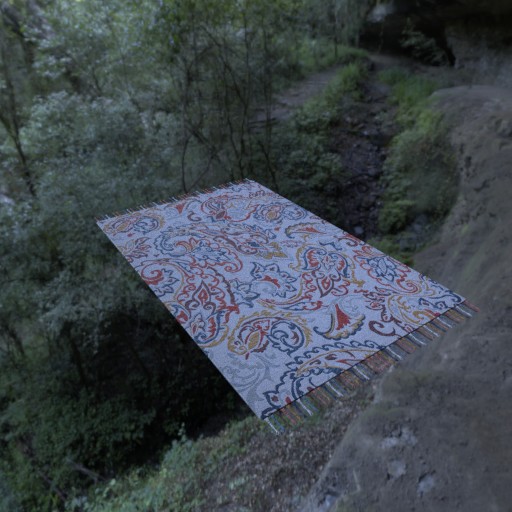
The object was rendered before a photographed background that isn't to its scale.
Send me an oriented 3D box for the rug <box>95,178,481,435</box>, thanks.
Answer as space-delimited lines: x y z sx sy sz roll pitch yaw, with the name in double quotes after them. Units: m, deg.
0.000 0.000 2.488 1.218 0.010 1.997 -20 37 -29 "rug"
